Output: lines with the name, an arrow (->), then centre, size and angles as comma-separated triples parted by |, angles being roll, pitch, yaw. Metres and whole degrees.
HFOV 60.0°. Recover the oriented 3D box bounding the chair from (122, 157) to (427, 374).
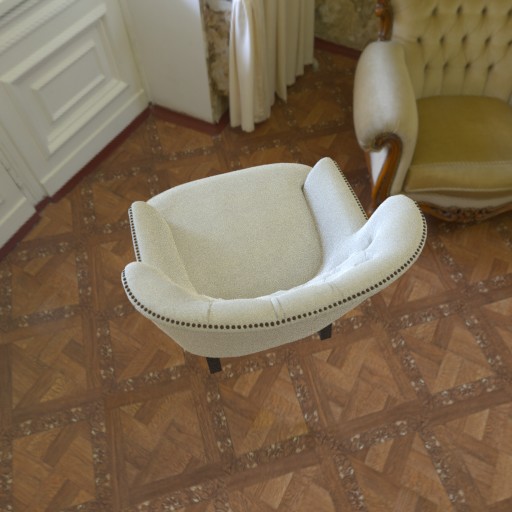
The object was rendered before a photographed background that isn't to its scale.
chair -> 0.000, 0.000, 1.624 | 0.848, 0.868, 0.906 | -15, 59, -9
